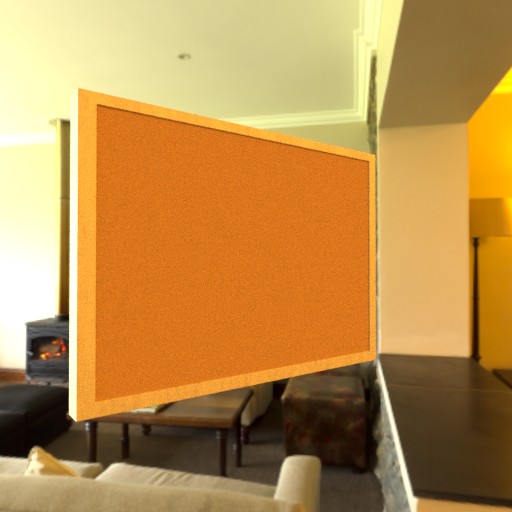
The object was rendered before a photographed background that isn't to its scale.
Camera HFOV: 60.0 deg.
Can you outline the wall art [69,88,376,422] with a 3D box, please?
[{"bbox_3d":[0.000,0.000,0.676,0.532,0.380,0.032,1,-1,-37],"label":"wall art"}]
